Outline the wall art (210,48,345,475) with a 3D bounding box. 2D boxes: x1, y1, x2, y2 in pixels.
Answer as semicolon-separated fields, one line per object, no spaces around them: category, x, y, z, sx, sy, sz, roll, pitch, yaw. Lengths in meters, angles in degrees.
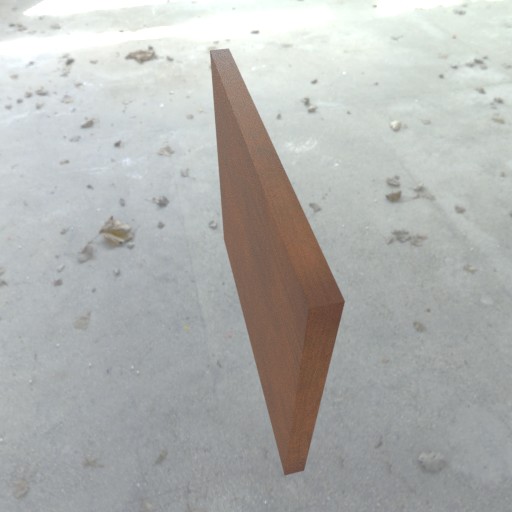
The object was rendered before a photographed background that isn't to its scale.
wall art;0.000;0.000;0.742;0.033;0.457;0.558;-10;48;-9
